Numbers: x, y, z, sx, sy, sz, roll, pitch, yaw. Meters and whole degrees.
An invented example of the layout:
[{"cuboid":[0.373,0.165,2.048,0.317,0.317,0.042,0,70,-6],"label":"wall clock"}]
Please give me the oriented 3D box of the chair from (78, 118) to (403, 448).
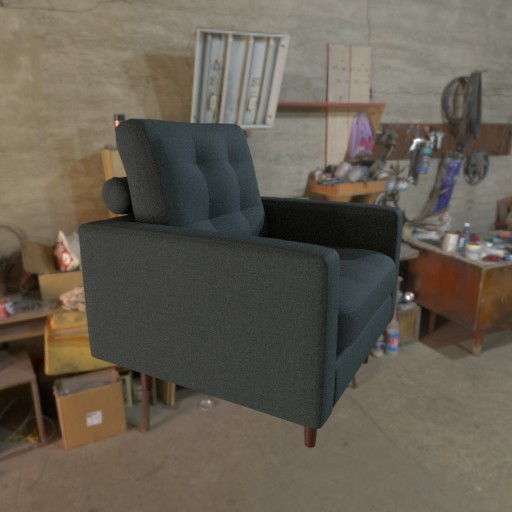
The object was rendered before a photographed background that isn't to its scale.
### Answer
[{"cuboid":[0.000,0.000,1.500,0.843,0.880,0.821,8,17,28],"label":"chair"}]
